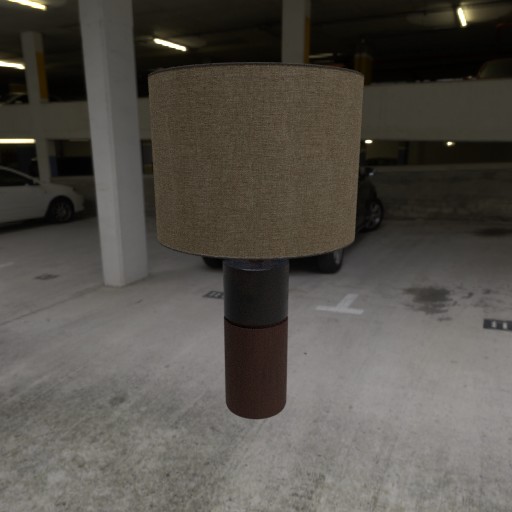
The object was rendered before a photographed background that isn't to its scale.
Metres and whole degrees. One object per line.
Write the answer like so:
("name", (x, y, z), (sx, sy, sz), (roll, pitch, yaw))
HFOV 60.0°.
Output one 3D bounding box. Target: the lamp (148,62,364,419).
("lamp", (0.000, 0.000, 0.470), (0.202, 0.350, 0.202), (0, 15, 0))
